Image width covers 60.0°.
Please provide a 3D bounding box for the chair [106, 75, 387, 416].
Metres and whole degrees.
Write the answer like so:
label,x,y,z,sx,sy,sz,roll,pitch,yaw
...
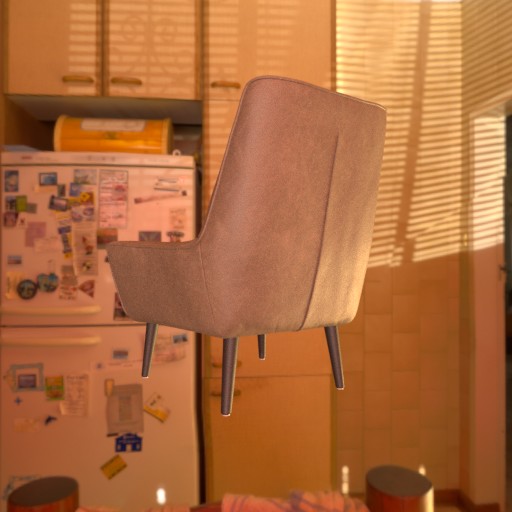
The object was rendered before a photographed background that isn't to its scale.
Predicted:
label,x,y,z,sx,sy,sz,roll,pitch,yaw
chair,0.000,0.000,1.501,0.787,0.888,0.824,0,-1,-35
